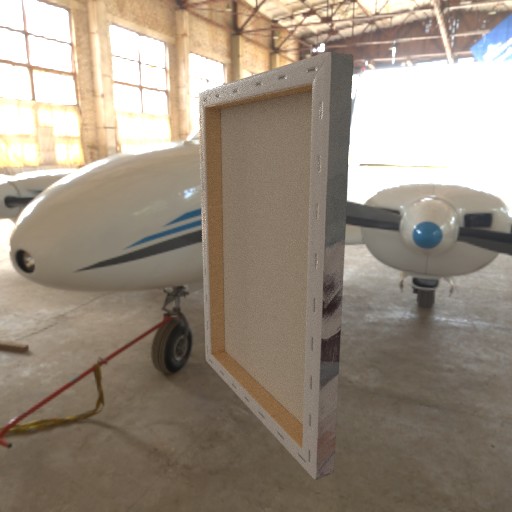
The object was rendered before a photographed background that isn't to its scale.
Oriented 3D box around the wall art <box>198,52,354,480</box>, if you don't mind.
[{"bbox_3d":[0.000,0.000,0.812,0.037,0.613,0.455,-7,15,-27],"label":"wall art"}]
